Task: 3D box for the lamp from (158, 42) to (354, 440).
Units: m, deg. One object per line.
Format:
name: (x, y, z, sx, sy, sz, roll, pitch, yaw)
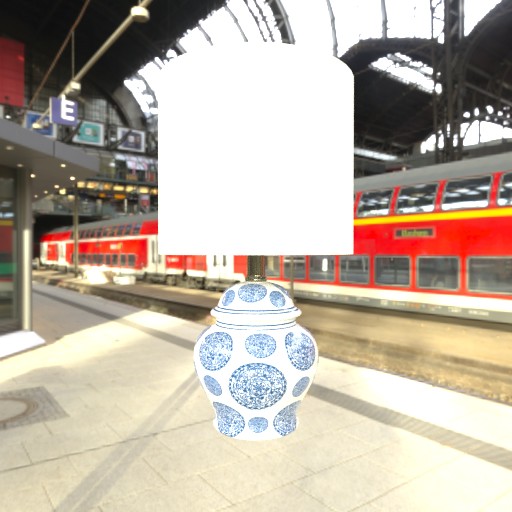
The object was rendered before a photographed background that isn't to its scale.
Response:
lamp: (0.000, 0.000, 0.501, 0.215, 0.381, 0.215, -1, 1, -38)
